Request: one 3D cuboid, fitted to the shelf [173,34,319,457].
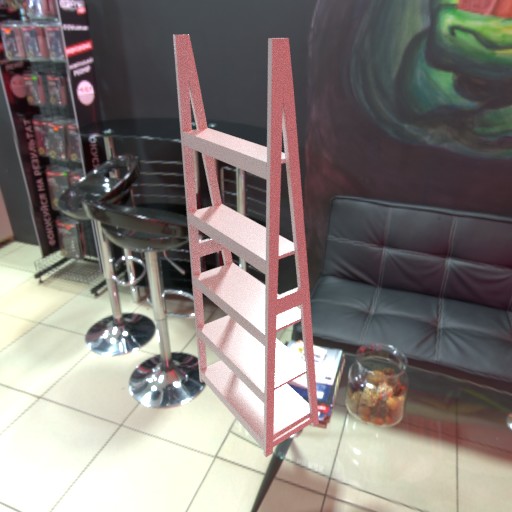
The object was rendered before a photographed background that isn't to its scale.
[{"bbox_3d":[0.000,0.000,1.999,0.341,1.779,0.636,-19,33,-31],"label":"shelf"}]
